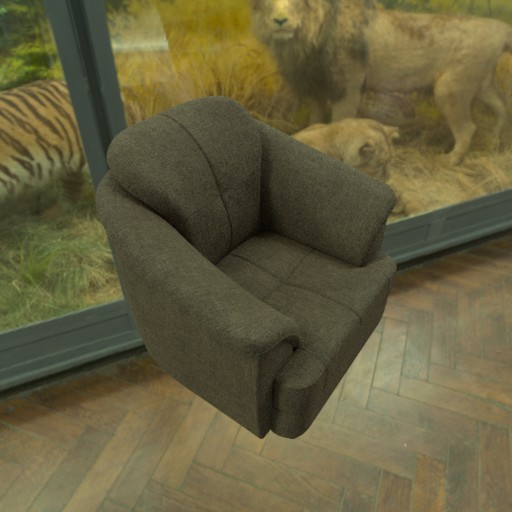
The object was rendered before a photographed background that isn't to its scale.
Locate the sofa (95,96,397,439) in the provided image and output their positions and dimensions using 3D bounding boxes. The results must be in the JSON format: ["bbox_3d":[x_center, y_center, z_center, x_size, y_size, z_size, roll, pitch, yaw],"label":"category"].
[{"bbox_3d":[0.000,0.000,1.477,0.794,0.811,0.870,25,45,27],"label":"sofa"}]
